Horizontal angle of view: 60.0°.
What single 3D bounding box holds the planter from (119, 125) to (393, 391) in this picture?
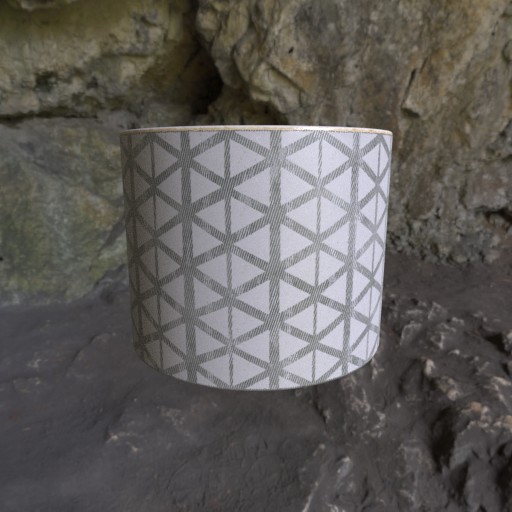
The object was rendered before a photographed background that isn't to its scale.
[{"bbox_3d":[0.000,0.000,0.341,0.190,0.181,0.190,0,13,0],"label":"planter"}]
